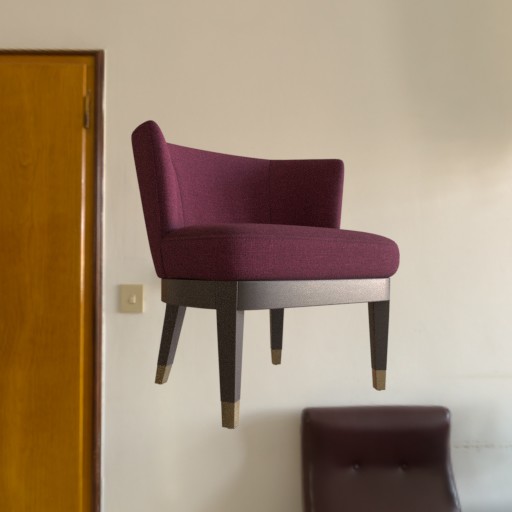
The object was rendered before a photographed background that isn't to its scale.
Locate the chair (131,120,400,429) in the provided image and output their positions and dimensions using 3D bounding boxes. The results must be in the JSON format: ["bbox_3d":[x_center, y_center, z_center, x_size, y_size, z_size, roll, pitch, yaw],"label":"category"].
[{"bbox_3d":[0.000,0.000,1.314,0.700,0.760,0.660,1,-2,-36],"label":"chair"}]
